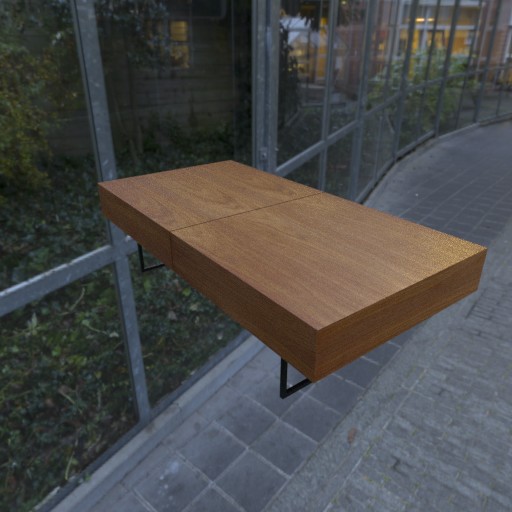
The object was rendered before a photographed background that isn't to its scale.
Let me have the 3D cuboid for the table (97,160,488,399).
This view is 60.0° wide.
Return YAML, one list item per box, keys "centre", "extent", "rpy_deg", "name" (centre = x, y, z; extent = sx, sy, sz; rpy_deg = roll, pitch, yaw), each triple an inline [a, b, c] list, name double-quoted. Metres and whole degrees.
- centre: [0.000, 0.000, 1.487]
  extent: [0.610, 0.330, 1.194]
  rpy_deg: [-18, 31, -33]
  name: "table"
